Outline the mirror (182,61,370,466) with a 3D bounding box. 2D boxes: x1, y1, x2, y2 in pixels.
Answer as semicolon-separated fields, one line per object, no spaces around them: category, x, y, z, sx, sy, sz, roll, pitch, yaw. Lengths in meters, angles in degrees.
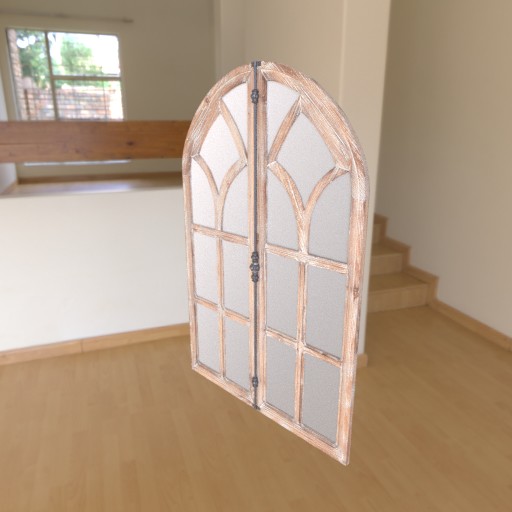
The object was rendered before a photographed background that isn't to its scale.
mirror;0.000;0.000;1.129;0.032;0.915;0.609;-16;23;-42
